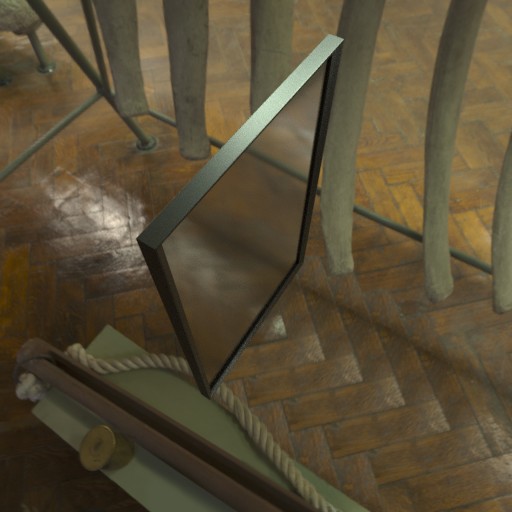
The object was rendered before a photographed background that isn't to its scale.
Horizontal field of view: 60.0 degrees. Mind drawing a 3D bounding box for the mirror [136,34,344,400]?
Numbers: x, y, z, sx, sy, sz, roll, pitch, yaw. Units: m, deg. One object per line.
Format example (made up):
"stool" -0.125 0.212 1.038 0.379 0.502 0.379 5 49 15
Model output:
"mirror" 0.000 0.000 1.176 0.041 0.915 0.609 29 63 16
